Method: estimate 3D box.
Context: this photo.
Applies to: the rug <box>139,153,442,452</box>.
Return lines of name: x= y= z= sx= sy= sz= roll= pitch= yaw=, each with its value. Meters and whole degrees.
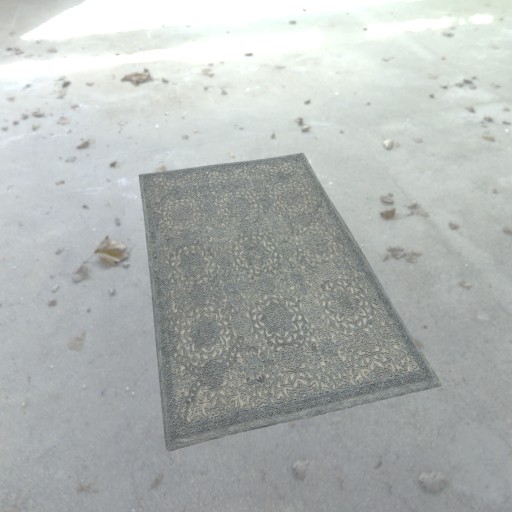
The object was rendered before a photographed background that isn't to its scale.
rug: x=0.000 y=0.000 z=3.204 sx=1.535 sy=0.022 sz=2.498 roll=-10 pitch=45 yaw=-10
